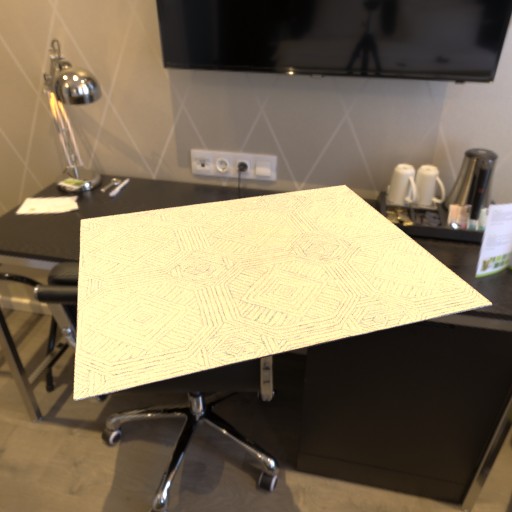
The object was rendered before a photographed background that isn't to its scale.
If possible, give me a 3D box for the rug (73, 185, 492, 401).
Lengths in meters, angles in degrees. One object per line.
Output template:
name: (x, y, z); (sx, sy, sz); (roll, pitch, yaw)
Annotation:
rug: (0.000, 0.000, 4.011); (3.049, 0.015, 2.457); (-9, 33, -15)
